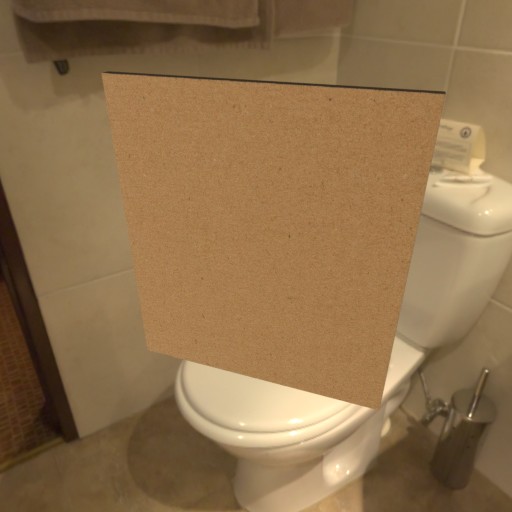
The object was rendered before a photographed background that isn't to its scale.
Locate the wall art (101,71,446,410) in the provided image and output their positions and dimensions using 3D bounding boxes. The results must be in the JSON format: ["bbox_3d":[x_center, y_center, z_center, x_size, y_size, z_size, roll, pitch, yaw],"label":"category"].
[{"bbox_3d":[0.000,0.000,1.161,0.755,0.863,0.028,10,32,16],"label":"wall art"}]
